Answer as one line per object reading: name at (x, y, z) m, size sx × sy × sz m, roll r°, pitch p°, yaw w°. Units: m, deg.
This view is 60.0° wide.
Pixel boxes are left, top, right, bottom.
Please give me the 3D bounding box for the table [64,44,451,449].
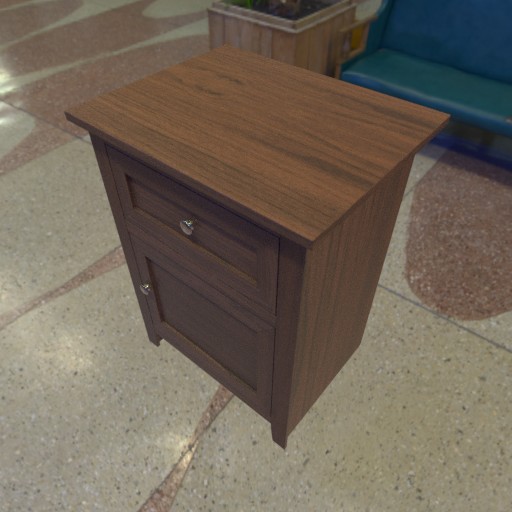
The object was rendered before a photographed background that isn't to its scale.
table at (0.000, 0.000, 0.924) m, size 0.480 × 0.636 × 0.381 m, roll 30°, pitch 52°, yaw 27°
